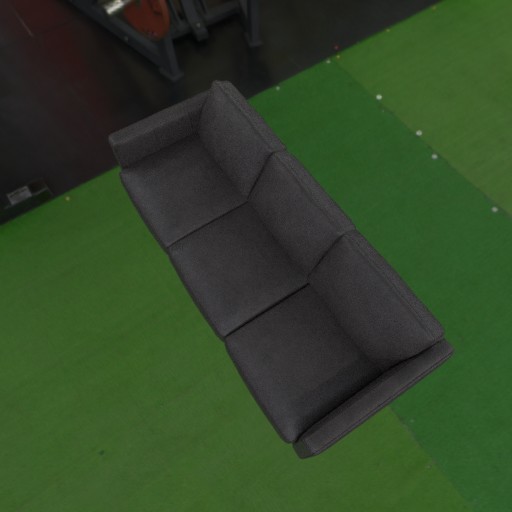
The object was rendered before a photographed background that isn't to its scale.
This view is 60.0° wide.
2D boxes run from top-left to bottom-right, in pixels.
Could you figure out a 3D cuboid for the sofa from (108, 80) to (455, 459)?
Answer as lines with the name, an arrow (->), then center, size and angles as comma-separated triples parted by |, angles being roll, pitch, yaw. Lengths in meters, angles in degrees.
sofa -> 0.000, 0.000, 3.026 | 1.045, 1.006, 2.464 | -30, 67, -14
